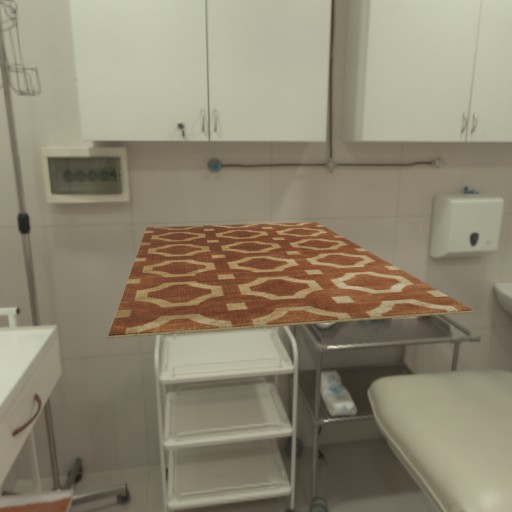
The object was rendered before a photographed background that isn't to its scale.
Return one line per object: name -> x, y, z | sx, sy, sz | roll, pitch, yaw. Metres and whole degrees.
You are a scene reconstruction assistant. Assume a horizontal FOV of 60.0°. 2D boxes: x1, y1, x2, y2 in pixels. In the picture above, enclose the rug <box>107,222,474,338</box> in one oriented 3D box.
rug -> 0.000, 0.000, 2.912 | 1.555, 0.016, 2.286 | -2, 14, -10
